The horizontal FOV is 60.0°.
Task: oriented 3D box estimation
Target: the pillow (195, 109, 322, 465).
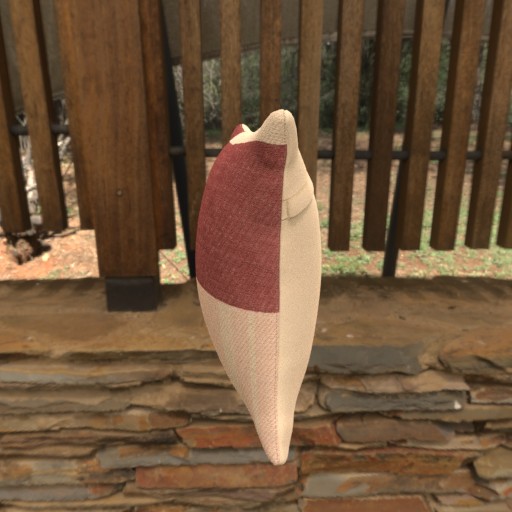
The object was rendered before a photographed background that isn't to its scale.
[{"bbox_3d":[0.000,0.000,0.841,0.229,0.506,0.536,-2,16,-7],"label":"pillow"}]
